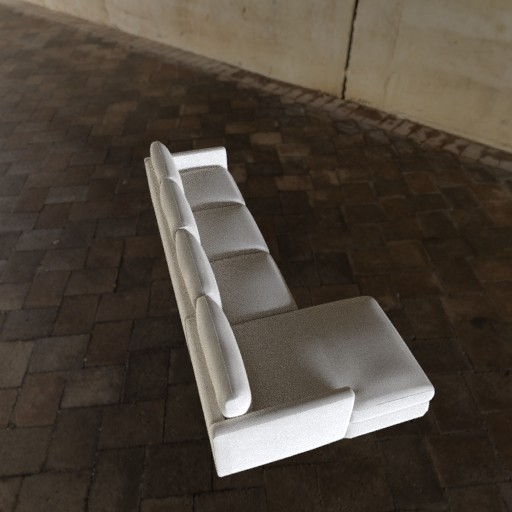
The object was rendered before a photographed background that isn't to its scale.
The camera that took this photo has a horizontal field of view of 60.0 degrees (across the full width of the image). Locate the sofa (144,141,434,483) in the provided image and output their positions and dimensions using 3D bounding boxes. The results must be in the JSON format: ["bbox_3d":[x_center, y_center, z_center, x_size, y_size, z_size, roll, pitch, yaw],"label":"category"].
[{"bbox_3d":[0.000,0.000,3.789,1.467,0.875,3.186,-12,43,-13],"label":"sofa"}]
